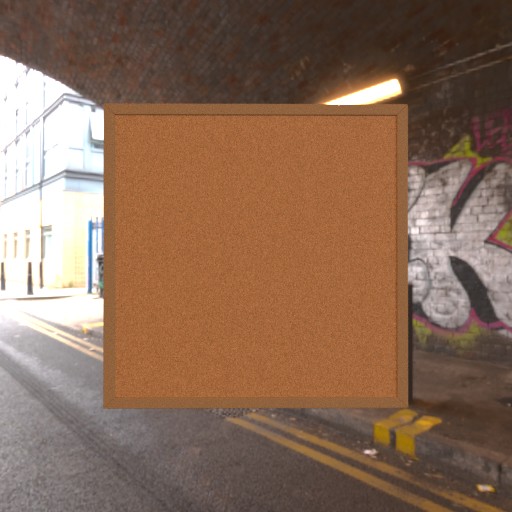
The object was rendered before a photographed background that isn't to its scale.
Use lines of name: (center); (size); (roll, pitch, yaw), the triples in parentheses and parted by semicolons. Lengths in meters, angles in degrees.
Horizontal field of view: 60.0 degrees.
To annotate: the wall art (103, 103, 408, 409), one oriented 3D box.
wall art: (0.000, 0.000, 1.126); (0.761, 0.761, 0.037); (0, 0, 0)
